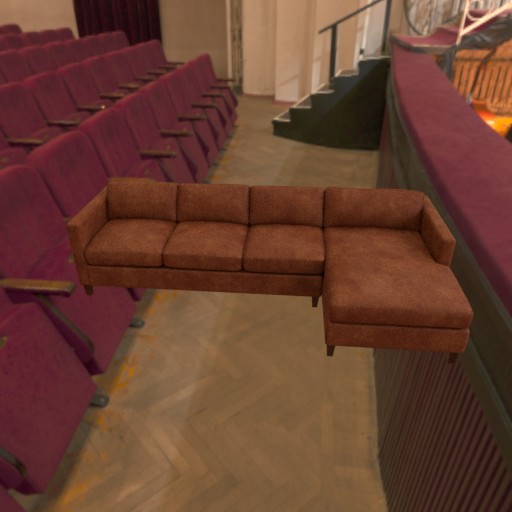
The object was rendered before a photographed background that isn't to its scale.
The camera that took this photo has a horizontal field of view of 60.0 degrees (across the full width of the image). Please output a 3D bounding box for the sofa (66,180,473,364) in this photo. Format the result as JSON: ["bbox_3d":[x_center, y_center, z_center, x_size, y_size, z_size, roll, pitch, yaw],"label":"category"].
[{"bbox_3d":[0.000,0.000,3.875,3.203,0.883,1.581,3,30,4],"label":"sofa"}]
